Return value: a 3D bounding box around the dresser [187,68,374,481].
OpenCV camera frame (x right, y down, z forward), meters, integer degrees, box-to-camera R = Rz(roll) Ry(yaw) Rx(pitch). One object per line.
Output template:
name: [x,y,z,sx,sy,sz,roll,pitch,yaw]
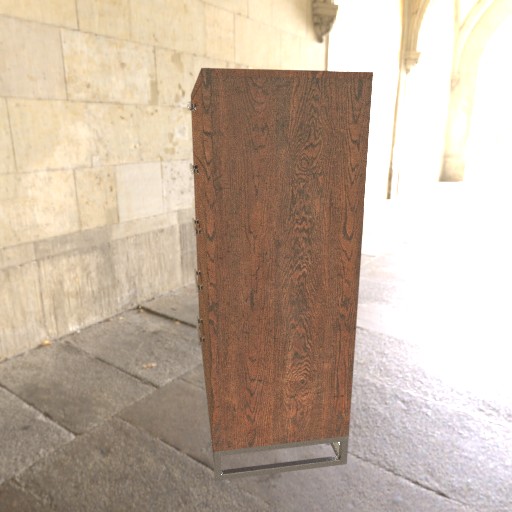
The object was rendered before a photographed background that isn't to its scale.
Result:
dresser: [0.000,0.000,1.836,0.508,1.321,0.965,-3,16,-9]
